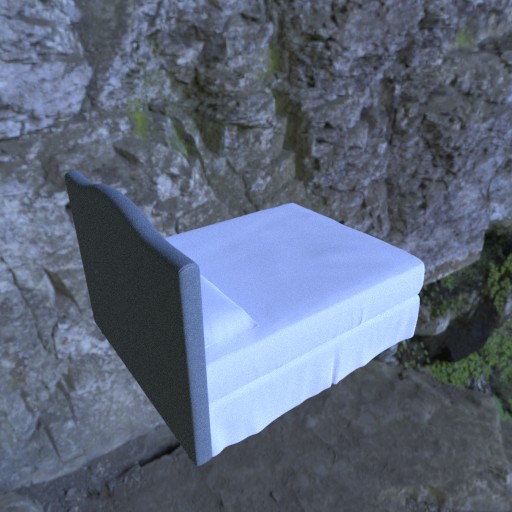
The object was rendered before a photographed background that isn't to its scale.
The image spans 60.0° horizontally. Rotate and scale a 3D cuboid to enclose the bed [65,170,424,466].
[{"bbox_3d":[0.000,0.000,3.388,2.143,1.460,1.753,-19,33,-32],"label":"bed"}]
